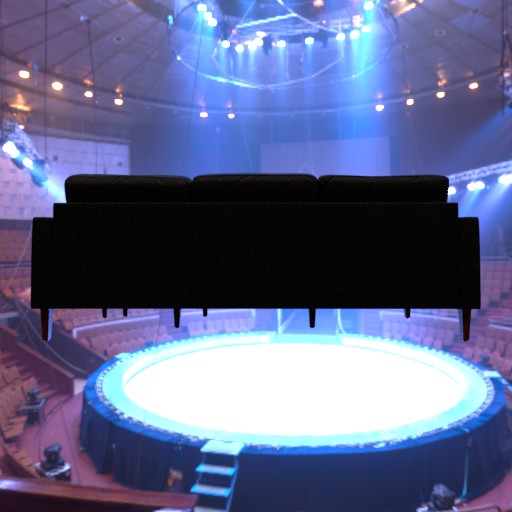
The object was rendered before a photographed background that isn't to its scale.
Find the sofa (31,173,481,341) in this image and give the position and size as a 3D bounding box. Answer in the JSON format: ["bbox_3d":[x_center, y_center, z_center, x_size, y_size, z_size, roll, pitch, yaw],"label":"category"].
[{"bbox_3d":[0.000,0.000,2.912,2.185,0.841,1.613,0,0,0],"label":"sofa"}]
